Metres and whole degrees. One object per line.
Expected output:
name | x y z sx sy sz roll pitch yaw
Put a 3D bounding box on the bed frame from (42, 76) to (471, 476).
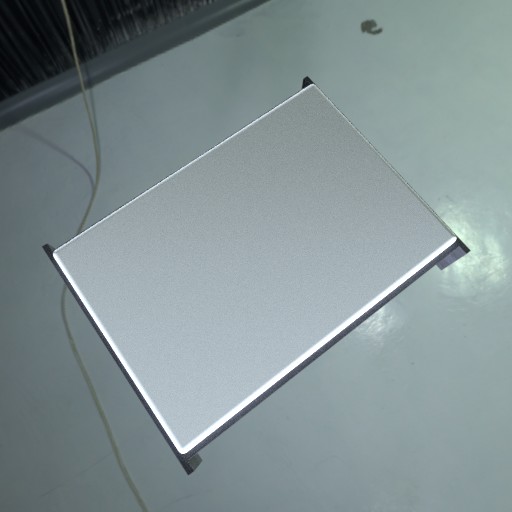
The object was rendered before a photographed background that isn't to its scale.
bed frame | 0.000 0.000 2.671 1.950 0.432 1.490 -36 76 -10
